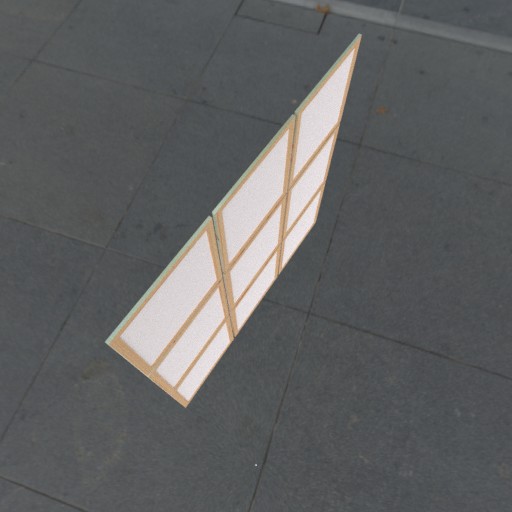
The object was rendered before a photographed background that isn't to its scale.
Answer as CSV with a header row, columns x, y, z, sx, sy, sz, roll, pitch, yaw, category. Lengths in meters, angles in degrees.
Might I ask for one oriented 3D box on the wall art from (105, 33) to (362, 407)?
x,y,z,sx,sy,sz,roll,pitch,yaw,category
0.000,0.000,2.207,0.013,1.523,1.517,31,69,14,wall art
